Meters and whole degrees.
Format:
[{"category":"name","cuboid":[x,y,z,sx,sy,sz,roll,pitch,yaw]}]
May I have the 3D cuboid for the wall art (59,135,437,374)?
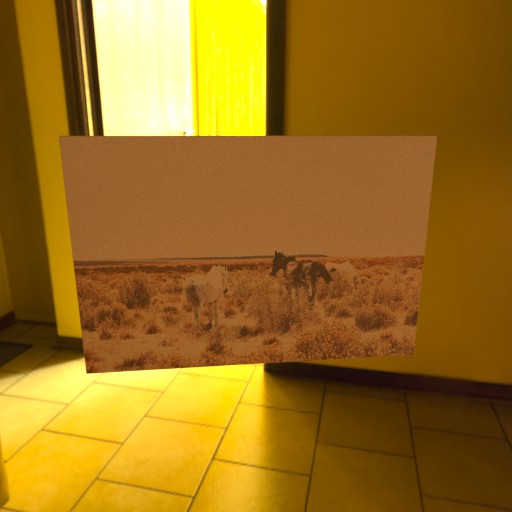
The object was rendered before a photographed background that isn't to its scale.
[{"category":"wall art","cuboid":[0.000,0.000,1.453,1.138,0.761,0.051,-2,16,-6]}]
